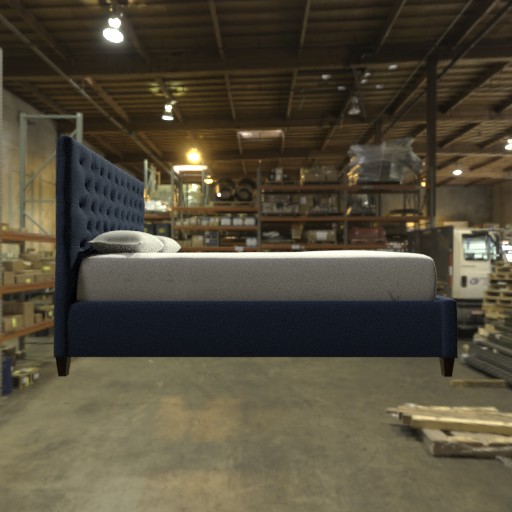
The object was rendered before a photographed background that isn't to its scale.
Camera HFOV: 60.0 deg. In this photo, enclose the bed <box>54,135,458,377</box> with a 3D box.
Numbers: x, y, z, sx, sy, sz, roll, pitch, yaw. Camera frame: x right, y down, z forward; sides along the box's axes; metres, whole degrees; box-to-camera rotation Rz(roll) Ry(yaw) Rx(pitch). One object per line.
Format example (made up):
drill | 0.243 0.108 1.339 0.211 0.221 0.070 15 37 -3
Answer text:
bed | 0.000 0.000 3.436 2.387 1.427 1.706 0 0 0
